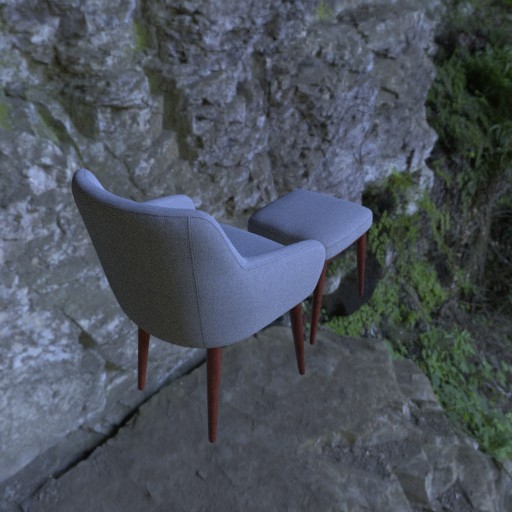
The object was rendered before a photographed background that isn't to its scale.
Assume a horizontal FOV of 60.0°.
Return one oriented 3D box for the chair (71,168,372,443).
[{"bbox_3d":[0.000,0.000,1.533,0.584,0.799,1.107,22,37,32],"label":"chair"}]
